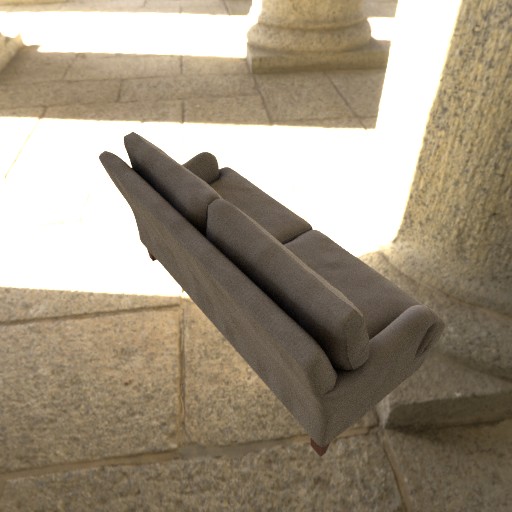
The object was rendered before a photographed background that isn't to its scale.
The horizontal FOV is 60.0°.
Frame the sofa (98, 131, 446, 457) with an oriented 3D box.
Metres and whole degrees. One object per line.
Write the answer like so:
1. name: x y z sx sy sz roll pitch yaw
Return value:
1. sofa: 0.000 0.000 2.823 1.069 1.096 2.193 -26 47 -27
